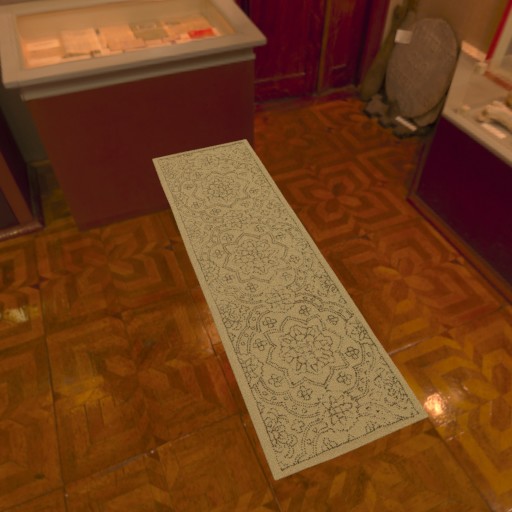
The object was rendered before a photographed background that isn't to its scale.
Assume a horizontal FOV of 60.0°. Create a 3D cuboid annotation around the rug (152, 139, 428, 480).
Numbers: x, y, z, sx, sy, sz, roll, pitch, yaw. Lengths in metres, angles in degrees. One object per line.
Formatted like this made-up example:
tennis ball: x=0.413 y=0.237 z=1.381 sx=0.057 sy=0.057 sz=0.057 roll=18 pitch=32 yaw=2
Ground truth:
rug: x=0.000 y=0.000 z=2.710 sx=0.769 sy=0.012 sz=2.448 roll=-16 pitch=49 yaw=-14
